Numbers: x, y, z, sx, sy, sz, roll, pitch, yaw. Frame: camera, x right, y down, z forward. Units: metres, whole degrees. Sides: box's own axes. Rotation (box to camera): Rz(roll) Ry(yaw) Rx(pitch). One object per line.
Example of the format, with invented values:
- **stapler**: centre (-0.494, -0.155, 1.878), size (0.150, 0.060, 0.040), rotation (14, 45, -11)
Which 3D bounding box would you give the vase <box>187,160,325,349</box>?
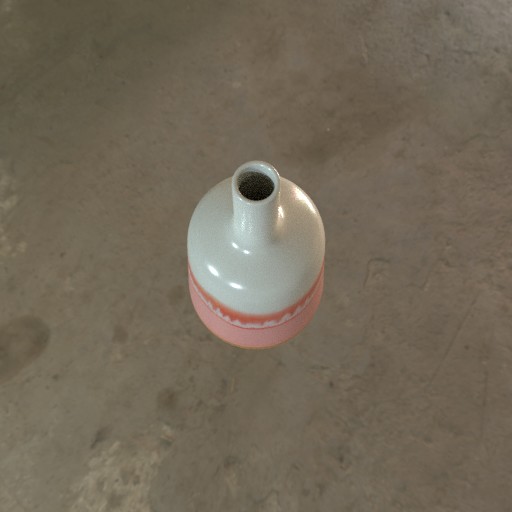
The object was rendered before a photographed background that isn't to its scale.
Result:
- **vase**: centre (0.000, 0.000, 0.378), size (0.144, 0.296, 0.144), rotation (0, 75, 0)
